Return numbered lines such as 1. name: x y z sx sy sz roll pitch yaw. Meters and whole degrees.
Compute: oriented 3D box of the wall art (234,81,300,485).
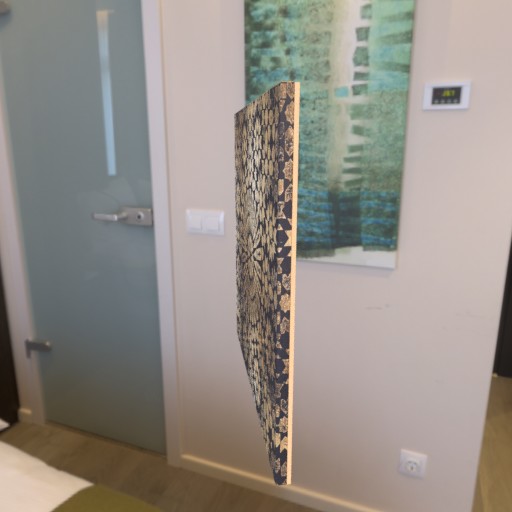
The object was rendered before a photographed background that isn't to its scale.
1. wall art: 0.000 0.000 1.396 0.038 0.914 0.914 -2 14 -8
